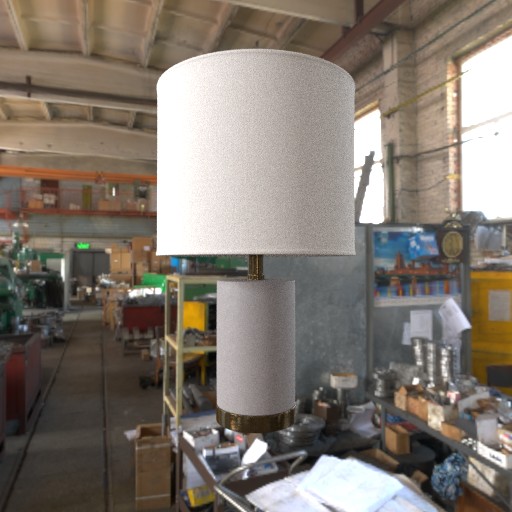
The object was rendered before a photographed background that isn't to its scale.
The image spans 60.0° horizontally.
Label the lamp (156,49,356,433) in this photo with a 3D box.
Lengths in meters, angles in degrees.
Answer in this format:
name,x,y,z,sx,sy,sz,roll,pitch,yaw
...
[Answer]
name,x,y,z,sx,sy,sz,roll,pitch,yaw
lamp,0.000,0.000,0.521,0.229,0.380,0.229,0,-1,0
